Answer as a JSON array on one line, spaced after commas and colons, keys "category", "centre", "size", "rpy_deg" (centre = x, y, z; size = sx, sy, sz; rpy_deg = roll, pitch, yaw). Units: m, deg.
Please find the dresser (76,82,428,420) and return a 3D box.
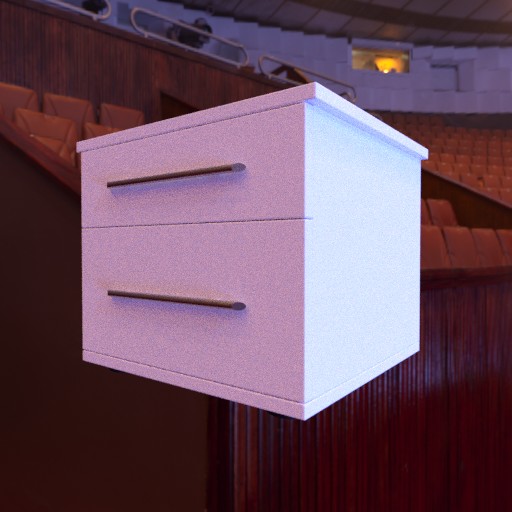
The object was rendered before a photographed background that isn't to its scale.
[{"category": "dresser", "centre": [0.000, 0.000, 0.724], "size": [0.430, 0.360, 0.400], "rpy_deg": [1, 1, 37]}]
